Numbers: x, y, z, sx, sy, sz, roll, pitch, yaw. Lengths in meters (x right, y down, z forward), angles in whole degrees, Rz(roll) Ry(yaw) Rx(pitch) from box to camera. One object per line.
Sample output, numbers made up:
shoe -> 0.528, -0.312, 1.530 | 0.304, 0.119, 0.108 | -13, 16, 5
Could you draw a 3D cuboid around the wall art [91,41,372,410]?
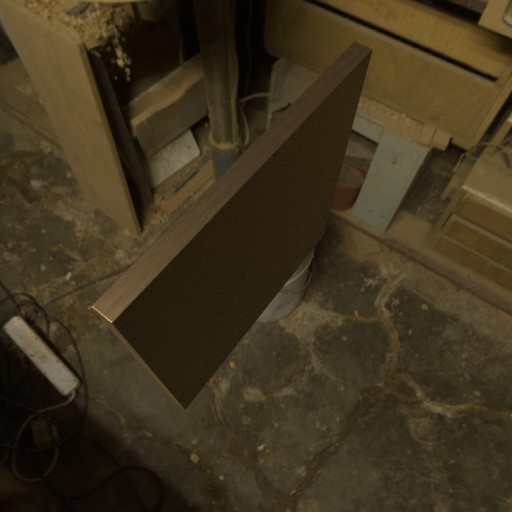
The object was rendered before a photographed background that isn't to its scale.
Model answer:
wall art -> 0.000, 0.000, 0.751 | 0.030, 0.506, 0.503 | 34, 67, 17
